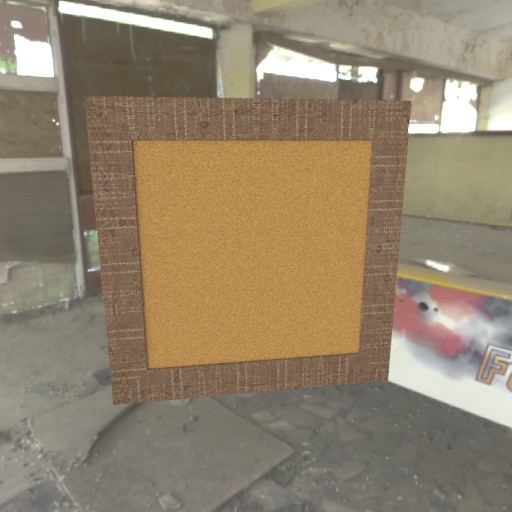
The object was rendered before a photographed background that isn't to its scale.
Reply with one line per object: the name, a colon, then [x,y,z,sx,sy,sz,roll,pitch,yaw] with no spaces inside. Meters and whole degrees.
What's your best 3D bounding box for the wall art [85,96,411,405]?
wall art: [0.000,0.000,0.793,0.531,0.531,0.029,-2,15,-9]
